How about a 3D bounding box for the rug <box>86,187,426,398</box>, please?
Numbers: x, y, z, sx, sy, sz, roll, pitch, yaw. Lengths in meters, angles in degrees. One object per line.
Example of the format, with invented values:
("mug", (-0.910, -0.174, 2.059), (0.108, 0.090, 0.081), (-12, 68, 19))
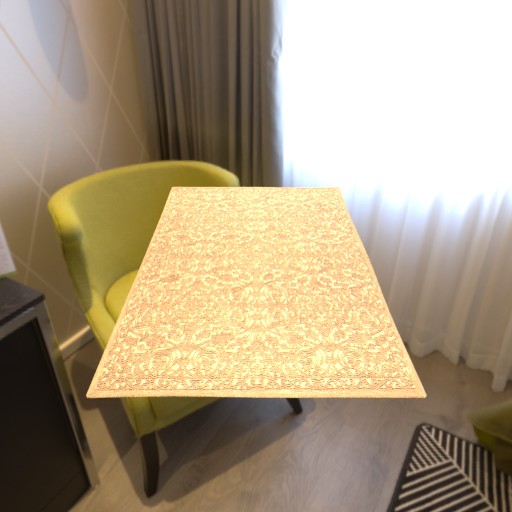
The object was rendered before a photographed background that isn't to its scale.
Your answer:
("rug", (0.000, 0.000, 3.018), (1.529, 0.012, 2.435), (0, 31, 0))
